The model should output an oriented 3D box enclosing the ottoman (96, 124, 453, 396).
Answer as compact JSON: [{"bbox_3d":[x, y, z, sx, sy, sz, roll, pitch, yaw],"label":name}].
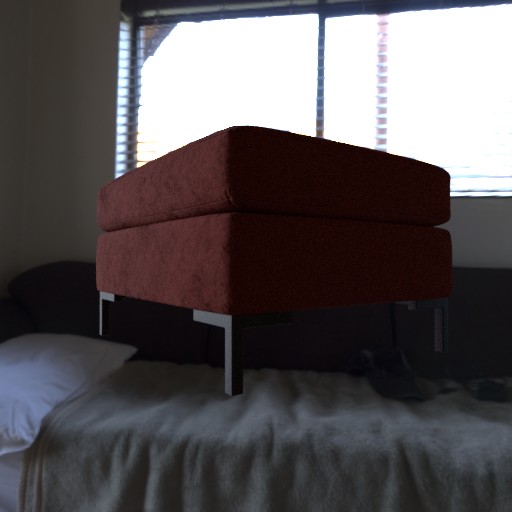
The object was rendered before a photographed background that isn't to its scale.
[{"bbox_3d":[0.000,0.000,1.188,0.650,0.462,0.782,0,-1,-35],"label":"ottoman"}]
